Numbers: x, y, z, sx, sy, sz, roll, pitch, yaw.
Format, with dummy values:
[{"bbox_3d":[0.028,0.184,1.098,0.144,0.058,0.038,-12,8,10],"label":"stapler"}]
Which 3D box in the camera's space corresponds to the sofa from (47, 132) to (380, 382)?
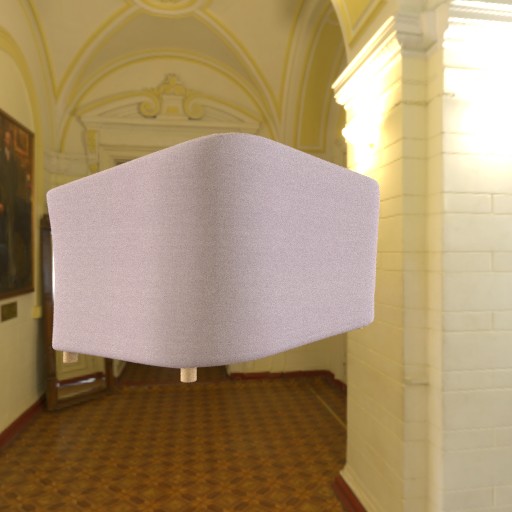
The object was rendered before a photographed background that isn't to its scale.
[{"bbox_3d":[0.000,0.000,1.866,0.705,0.721,1.452,0,0,37],"label":"sofa"}]
